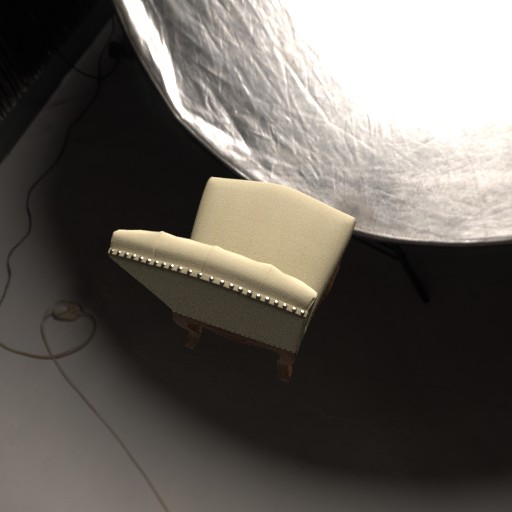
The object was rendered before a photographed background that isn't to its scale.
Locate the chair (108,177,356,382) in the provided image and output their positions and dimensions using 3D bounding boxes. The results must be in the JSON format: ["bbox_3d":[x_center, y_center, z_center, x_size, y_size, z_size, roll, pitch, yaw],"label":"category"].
[{"bbox_3d":[0.000,0.000,1.559,0.623,1.165,0.715,17,65,8],"label":"chair"}]
